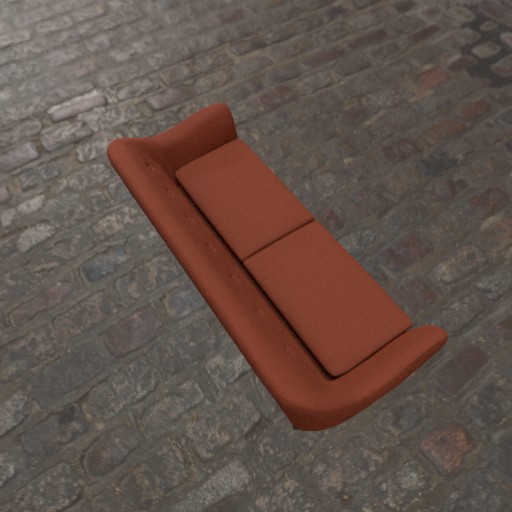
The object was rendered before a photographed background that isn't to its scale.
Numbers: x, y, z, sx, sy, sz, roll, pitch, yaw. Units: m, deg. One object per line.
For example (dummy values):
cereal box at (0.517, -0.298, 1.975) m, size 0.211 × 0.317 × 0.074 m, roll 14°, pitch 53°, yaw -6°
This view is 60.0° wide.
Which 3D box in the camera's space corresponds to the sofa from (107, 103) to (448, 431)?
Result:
sofa at (0.000, 0.000, 2.326) m, size 0.820 × 0.836 × 1.840 m, roll -30°, pitch 63°, yaw -17°
